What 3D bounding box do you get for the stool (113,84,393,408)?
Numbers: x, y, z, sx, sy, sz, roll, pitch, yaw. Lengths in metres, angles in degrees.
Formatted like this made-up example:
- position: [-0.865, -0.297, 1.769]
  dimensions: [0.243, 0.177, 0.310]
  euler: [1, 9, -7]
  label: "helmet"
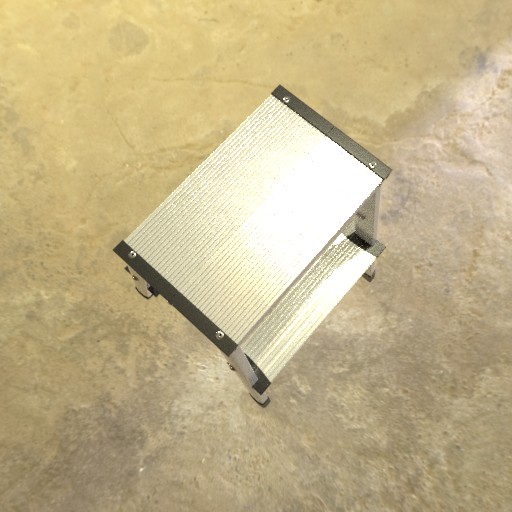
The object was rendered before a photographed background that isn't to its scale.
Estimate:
- position: [0.000, 0.000, 0.818]
  dimensions: [0.405, 0.480, 0.404]
  euler: [41, 79, 10]
  label: "stool"
